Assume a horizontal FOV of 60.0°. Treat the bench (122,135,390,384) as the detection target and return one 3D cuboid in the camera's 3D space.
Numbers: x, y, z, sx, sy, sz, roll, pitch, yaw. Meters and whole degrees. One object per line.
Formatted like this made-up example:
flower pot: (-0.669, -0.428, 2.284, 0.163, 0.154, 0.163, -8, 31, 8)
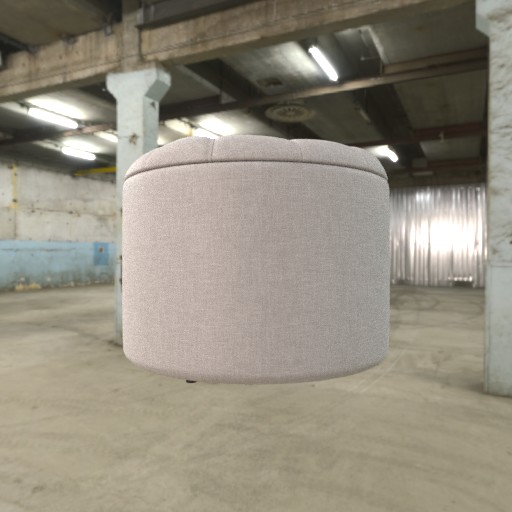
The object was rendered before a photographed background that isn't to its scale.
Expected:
bench: (0.000, 0.000, 1.039, 0.600, 0.453, 0.600, 0, 0, 0)
